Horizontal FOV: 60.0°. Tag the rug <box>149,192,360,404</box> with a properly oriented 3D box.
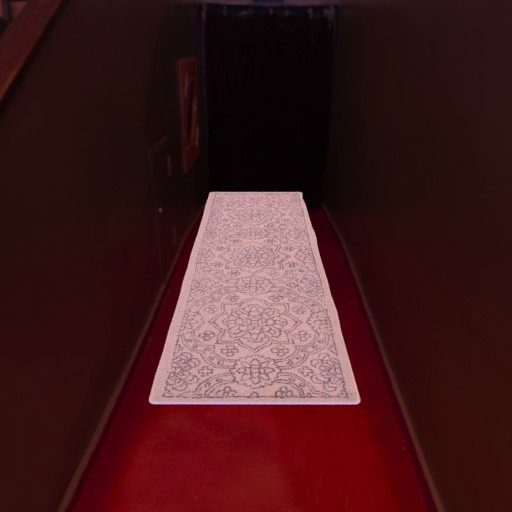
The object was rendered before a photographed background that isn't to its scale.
[{"bbox_3d":[0.000,0.000,2.727,0.806,0.006,2.431,0,27,0],"label":"rug"}]
